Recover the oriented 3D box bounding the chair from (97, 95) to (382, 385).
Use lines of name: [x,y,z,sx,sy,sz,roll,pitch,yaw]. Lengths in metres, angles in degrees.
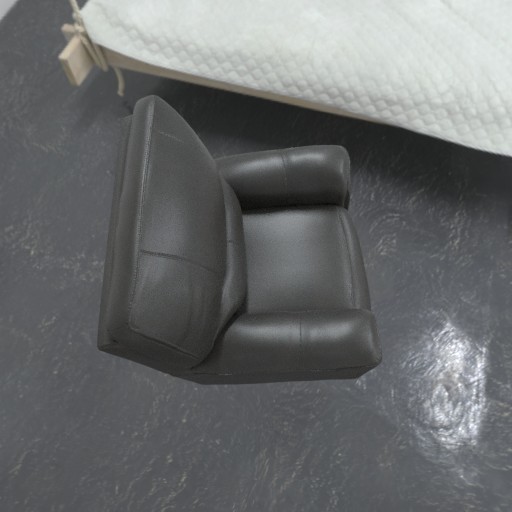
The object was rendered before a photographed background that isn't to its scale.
chair: [0.000,0.000,2.015,1.087,1.109,1.096,-3,63,-1]
